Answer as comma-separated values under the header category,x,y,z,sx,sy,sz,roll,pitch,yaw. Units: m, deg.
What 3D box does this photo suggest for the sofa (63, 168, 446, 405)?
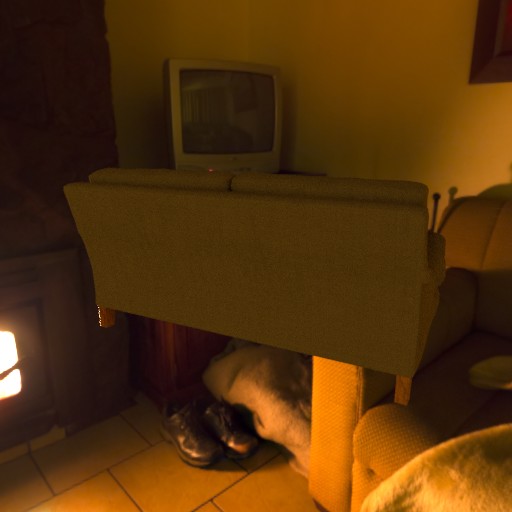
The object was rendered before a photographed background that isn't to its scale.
category,x,y,z,sx,sy,sz,roll,pitch,yaw
sofa,0.000,0.000,2.796,2.165,1.087,1.086,8,17,26
